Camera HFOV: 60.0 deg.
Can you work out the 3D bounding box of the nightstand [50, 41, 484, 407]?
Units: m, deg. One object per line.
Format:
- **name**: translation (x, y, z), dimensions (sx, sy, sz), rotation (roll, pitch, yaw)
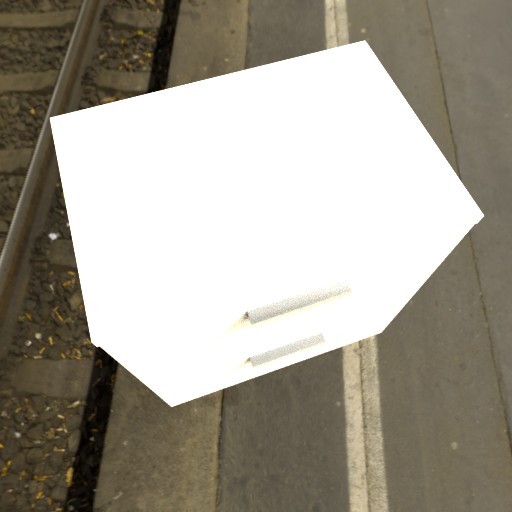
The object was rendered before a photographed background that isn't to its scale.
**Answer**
- **nightstand**: translation (0.000, 0.000, 0.733), dimensions (0.441, 0.460, 0.325), rotation (-17, 65, -8)
